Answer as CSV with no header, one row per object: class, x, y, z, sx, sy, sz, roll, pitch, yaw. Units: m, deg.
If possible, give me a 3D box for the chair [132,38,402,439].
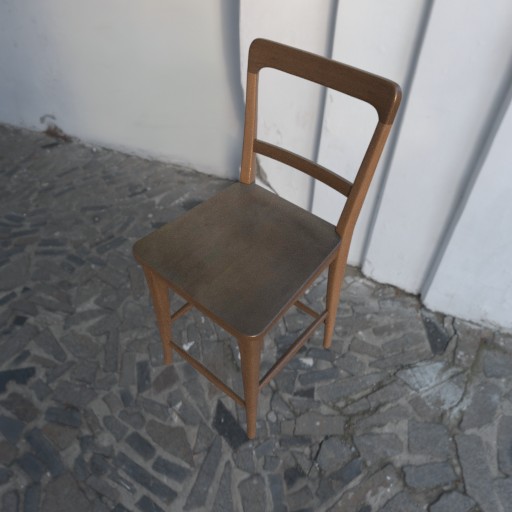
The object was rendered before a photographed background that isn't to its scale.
chair,0.000,0.000,1.294,0.450,0.991,0.546,32,54,27
